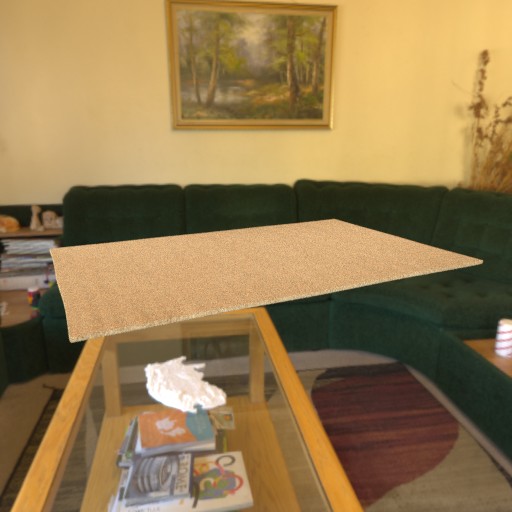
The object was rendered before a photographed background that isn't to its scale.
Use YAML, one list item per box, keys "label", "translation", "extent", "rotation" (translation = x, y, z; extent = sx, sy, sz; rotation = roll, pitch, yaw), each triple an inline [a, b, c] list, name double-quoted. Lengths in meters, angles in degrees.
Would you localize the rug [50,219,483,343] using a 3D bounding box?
- label: "rug"
  translation: [0.000, 0.000, 2.841]
  extent: [2.346, 0.025, 1.500]
  rotation: [-8, 17, -26]
